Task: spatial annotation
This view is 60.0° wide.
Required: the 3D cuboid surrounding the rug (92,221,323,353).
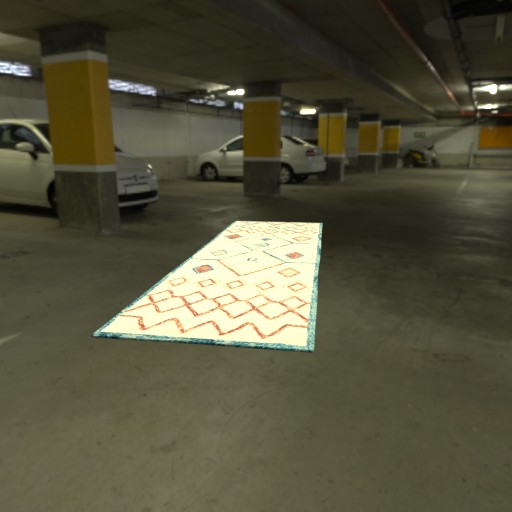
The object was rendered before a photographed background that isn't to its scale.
[{"bbox_3d":[0.000,0.000,2.612,0.750,0.011,2.435,2,14,9],"label":"rug"}]
